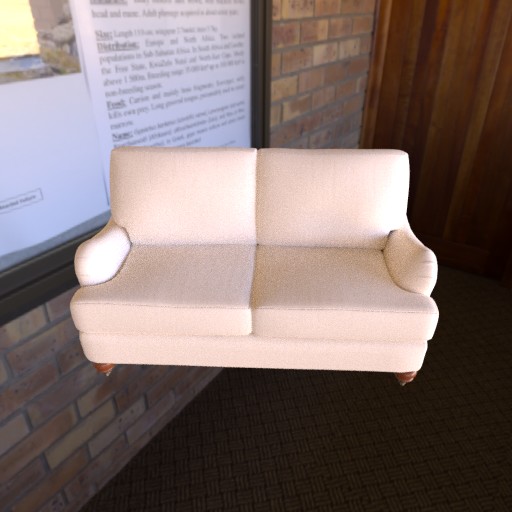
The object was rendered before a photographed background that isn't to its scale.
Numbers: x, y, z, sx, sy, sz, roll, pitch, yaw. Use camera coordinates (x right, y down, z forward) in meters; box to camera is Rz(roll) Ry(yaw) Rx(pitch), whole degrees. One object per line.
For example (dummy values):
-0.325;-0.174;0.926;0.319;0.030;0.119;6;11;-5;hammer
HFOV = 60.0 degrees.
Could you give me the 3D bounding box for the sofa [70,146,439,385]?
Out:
0.000;0.000;2.572;1.853;1.101;1.084;1;30;2;sofa
